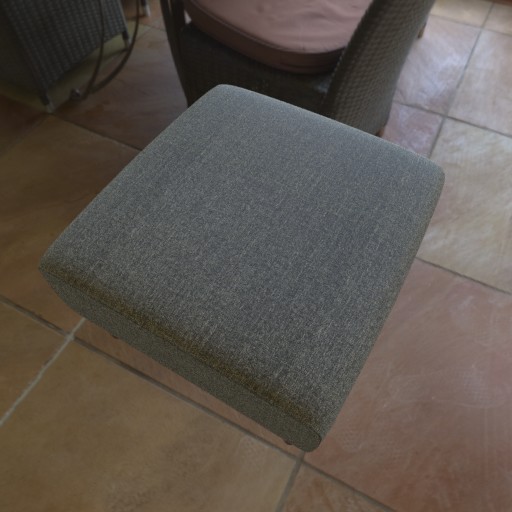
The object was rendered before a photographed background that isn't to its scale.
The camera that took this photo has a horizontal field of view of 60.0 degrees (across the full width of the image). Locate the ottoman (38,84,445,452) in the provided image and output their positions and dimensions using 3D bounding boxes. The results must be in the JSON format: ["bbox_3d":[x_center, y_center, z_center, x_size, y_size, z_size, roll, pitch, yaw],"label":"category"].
[{"bbox_3d":[0.000,0.000,1.048,0.648,0.399,0.655,26,60,16],"label":"ottoman"}]
